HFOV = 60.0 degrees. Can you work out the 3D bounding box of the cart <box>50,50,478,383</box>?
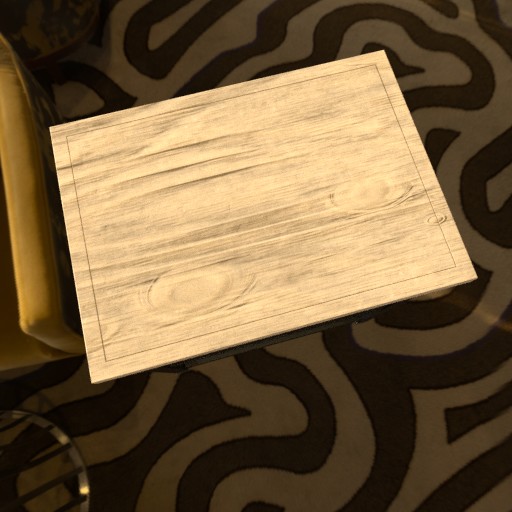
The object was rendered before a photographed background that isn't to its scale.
[{"bbox_3d":[0.000,0.000,1.383,0.797,0.920,0.567,-15,75,-4],"label":"cart"}]
